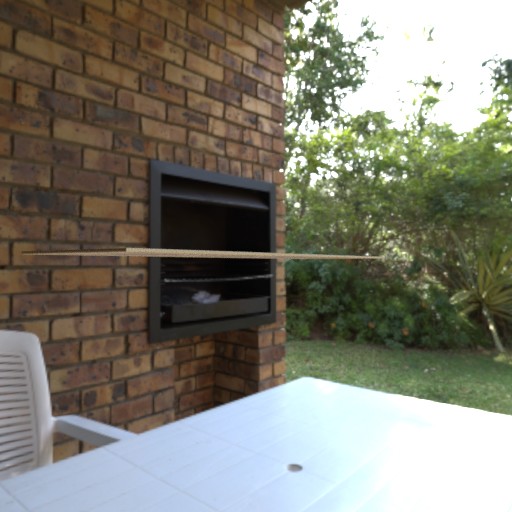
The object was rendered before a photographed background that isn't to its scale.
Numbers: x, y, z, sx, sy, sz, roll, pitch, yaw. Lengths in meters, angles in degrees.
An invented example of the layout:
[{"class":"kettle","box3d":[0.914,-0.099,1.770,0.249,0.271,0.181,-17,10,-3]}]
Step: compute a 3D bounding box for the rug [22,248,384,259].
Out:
[{"class":"rug","box3d":[0.000,0.000,2.514,0.661,0.013,2.297,-1,-1,36]}]
